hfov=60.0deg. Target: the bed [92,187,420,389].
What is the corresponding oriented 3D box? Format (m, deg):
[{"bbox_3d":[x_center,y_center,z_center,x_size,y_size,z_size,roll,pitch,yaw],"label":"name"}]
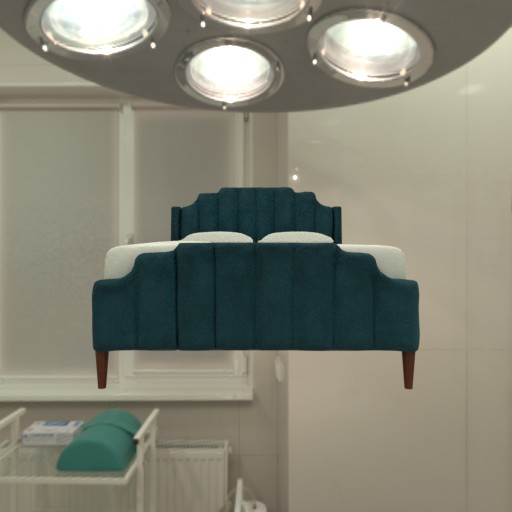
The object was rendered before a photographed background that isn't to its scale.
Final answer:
[{"bbox_3d":[0.000,0.000,3.345,1.676,1.351,2.322,0,0,0],"label":"bed"}]
